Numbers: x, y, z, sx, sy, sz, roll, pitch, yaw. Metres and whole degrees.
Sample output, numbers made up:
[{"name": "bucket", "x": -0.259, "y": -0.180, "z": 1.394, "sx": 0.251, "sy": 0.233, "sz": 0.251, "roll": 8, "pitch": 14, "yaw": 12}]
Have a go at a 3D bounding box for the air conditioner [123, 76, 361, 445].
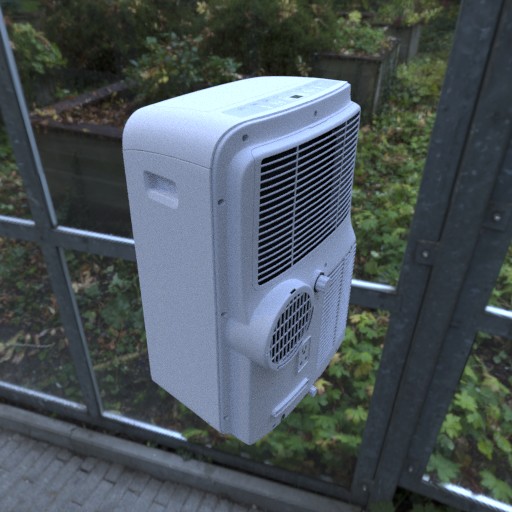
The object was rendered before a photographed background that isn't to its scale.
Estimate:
[{"name": "air conditioner", "x": 0.000, "y": 0.000, "z": 0.973, "sx": 0.365, "sy": 0.700, "sz": 0.454, "roll": 22, "pitch": 39, "yaw": 30}]
